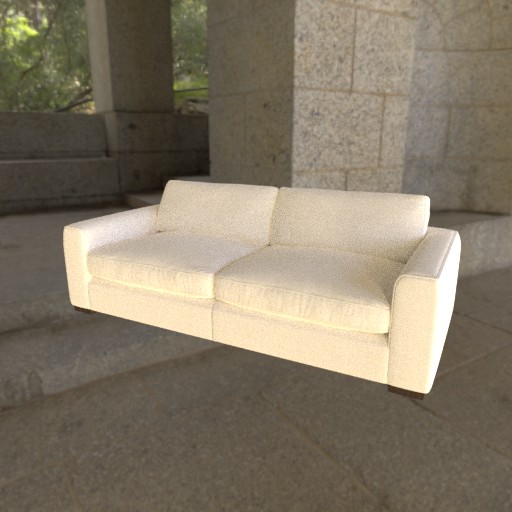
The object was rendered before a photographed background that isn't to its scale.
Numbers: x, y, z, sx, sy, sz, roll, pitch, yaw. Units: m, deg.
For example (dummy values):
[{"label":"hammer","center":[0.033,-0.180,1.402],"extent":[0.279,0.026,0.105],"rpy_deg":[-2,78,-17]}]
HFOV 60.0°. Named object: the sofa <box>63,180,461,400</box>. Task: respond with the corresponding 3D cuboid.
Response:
[{"label":"sofa","center":[0.000,0.000,2.763],"extent":[2.262,0.801,1.070],"rpy_deg":[8,18,27]}]
